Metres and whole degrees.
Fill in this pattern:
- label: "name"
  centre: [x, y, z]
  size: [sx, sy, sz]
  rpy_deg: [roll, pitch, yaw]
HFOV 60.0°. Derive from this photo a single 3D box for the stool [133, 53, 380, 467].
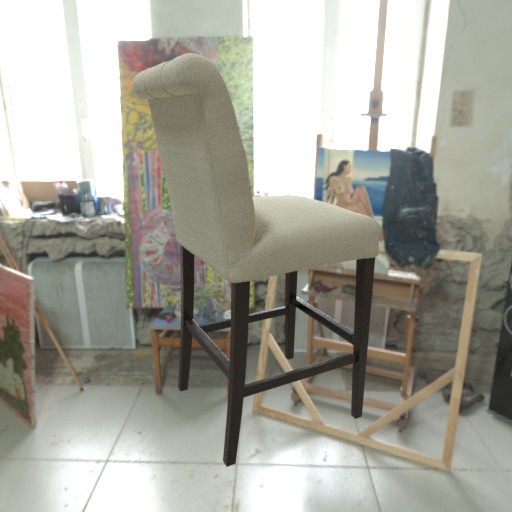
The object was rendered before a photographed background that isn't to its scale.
- label: "stool"
  centre: [0.000, 0.000, 1.421]
  size: [0.610, 1.118, 0.482]
  rpy_deg: [-9, 19, -26]
